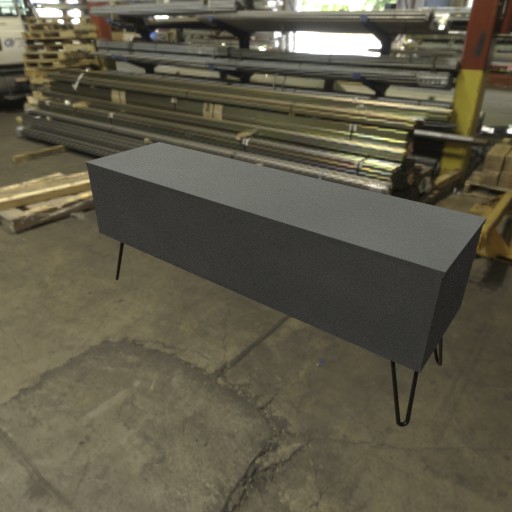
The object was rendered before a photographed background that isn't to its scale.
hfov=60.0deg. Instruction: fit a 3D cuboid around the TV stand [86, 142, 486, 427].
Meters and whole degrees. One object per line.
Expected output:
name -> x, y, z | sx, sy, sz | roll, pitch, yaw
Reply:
TV stand -> 0.000, 0.000, 1.665 | 1.400, 0.560, 0.400 | 20, 35, 32
